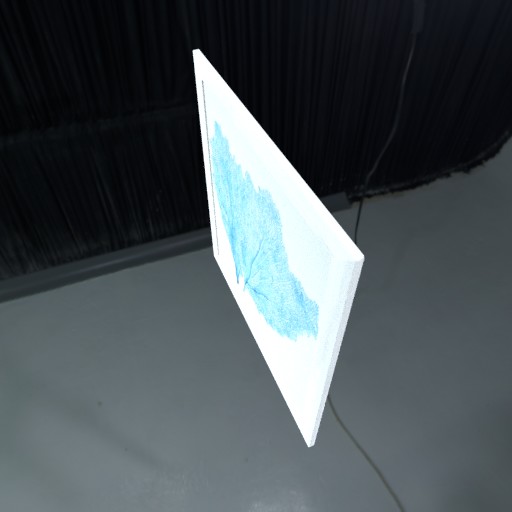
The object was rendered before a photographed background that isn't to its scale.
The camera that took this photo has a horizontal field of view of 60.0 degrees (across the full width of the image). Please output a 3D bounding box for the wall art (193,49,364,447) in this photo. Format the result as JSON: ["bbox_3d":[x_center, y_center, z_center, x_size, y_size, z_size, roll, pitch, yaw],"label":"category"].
[{"bbox_3d":[0.000,0.000,0.883,0.013,0.584,0.584,-18,50,-15],"label":"wall art"}]
